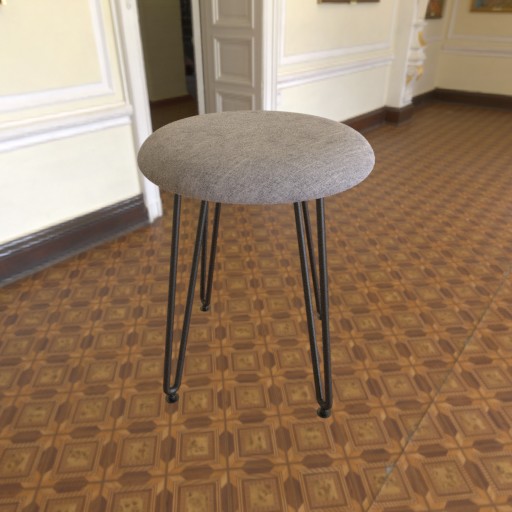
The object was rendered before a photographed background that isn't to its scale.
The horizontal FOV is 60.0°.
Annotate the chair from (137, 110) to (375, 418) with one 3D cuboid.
[{"bbox_3d":[0.000,0.000,0.670,0.350,0.386,0.350,-21,36,-32],"label":"chair"}]
